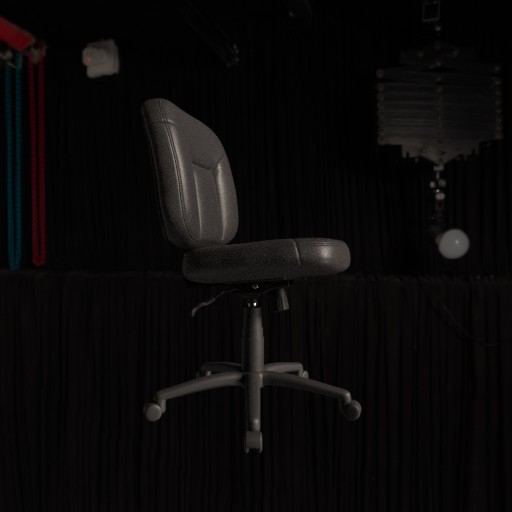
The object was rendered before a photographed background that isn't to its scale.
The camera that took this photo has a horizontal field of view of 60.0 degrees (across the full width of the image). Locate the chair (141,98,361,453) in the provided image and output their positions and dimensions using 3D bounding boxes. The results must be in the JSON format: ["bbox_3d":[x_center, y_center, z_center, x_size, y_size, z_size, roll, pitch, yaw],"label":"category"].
[{"bbox_3d":[0.000,0.000,1.395,0.646,0.959,0.647,0,1,17],"label":"chair"}]
